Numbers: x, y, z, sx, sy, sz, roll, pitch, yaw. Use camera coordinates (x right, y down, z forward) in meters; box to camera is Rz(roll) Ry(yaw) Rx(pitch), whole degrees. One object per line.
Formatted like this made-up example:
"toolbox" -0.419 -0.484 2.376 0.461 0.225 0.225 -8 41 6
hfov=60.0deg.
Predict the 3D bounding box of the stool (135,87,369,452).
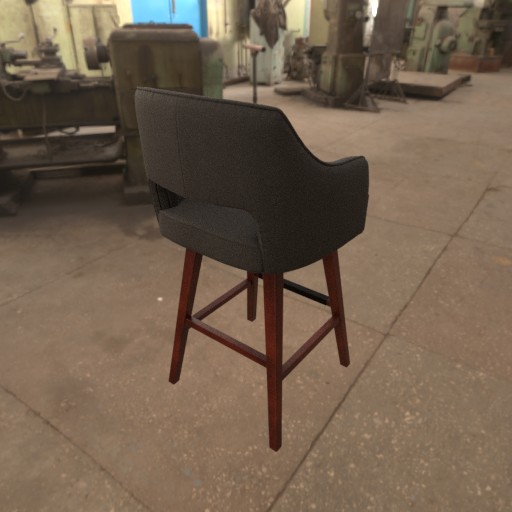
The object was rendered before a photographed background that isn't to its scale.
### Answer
"stool" 0.000 0.000 1.353 0.548 1.012 0.558 21 36 32
